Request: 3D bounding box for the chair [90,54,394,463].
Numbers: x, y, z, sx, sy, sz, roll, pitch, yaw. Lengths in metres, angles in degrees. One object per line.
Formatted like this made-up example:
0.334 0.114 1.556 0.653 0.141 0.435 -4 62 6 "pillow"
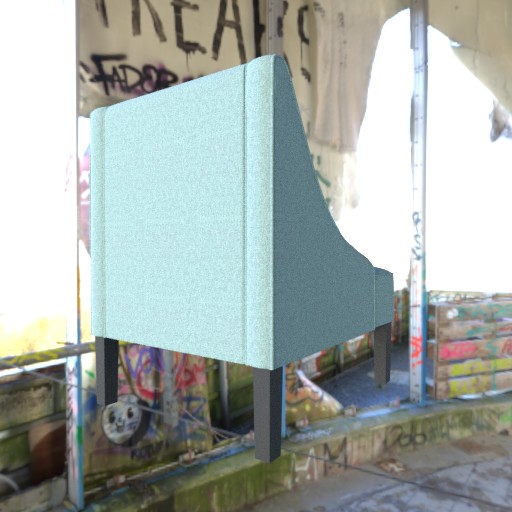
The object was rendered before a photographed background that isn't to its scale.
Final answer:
0.000 0.000 1.853 0.857 1.133 1.025 1 1 36 "chair"
